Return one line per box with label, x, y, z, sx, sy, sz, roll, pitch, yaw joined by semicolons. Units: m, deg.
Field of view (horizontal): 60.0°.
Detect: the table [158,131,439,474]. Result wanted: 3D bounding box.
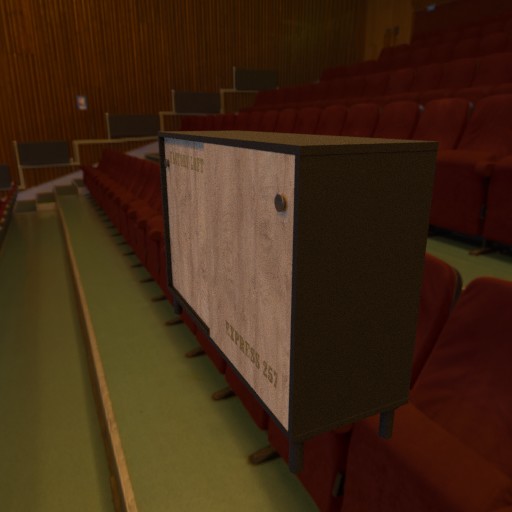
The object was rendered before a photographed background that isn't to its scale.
table;0.000;0.000;1.626;0.400;0.855;1.200;-8;19;-25
